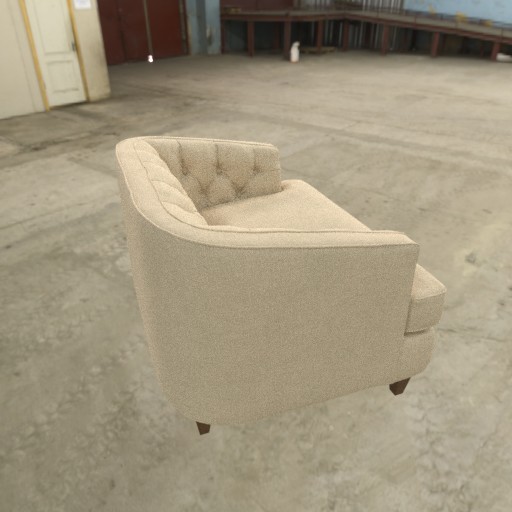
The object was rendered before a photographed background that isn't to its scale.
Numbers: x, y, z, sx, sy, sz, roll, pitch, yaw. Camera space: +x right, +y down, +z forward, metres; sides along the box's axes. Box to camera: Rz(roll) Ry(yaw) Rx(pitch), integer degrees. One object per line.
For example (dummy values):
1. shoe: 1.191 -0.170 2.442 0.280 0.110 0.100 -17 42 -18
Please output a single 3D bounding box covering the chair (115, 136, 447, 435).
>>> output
1. chair: 0.000 0.000 1.718 0.914 0.787 1.118 -11 32 -18
